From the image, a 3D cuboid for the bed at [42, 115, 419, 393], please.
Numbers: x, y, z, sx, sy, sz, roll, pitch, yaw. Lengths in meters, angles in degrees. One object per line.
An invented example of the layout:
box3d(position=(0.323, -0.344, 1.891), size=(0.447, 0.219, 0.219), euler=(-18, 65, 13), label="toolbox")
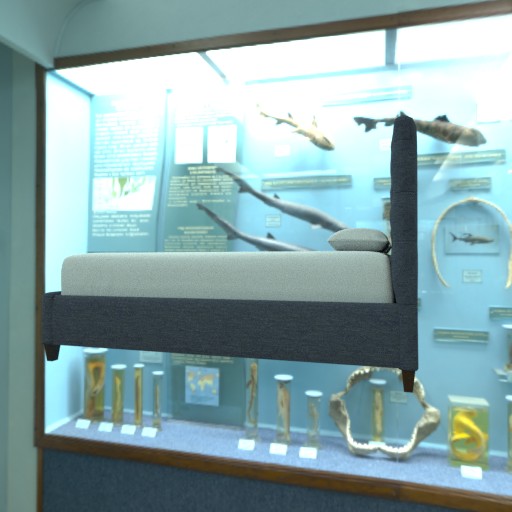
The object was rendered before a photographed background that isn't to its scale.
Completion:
box3d(position=(0.000, 0.000, 3.583), size=(2.387, 1.427, 2.078), euler=(0, -1, 18), label="bed")
